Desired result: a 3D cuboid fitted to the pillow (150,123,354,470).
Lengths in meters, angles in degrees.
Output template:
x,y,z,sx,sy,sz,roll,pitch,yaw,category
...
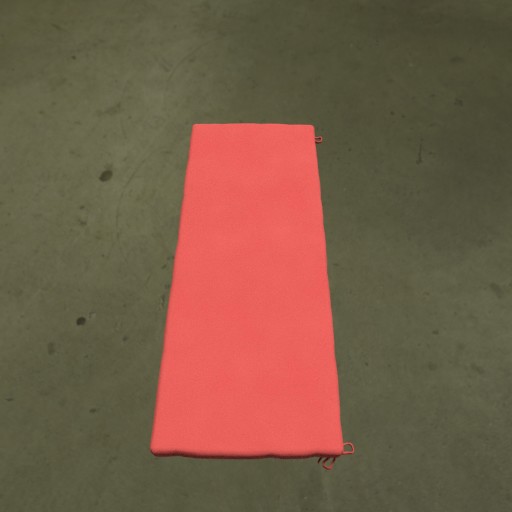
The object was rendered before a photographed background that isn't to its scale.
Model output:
x,y,z,sx,sy,sz,roll,pitch,yaw,category
0.000,0.000,1.364,0.492,0.081,1.187,0,57,0,pillow
